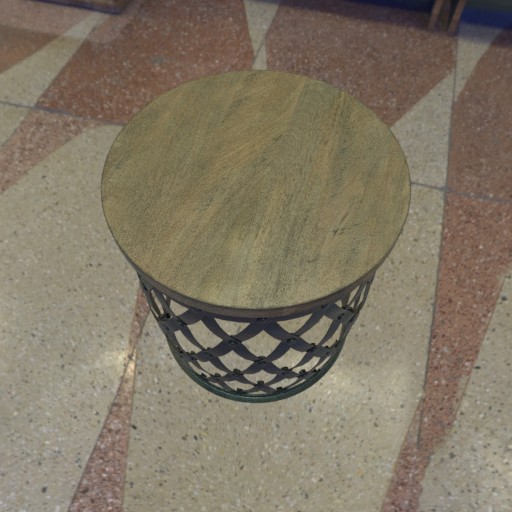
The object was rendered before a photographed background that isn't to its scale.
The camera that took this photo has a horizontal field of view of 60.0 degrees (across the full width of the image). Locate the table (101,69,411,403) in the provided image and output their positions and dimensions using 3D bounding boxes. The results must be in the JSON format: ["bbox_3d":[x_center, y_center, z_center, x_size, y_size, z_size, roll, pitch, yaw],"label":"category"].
[{"bbox_3d":[0.000,0.000,0.780,0.405,0.454,0.405,0,59,0],"label":"table"}]
